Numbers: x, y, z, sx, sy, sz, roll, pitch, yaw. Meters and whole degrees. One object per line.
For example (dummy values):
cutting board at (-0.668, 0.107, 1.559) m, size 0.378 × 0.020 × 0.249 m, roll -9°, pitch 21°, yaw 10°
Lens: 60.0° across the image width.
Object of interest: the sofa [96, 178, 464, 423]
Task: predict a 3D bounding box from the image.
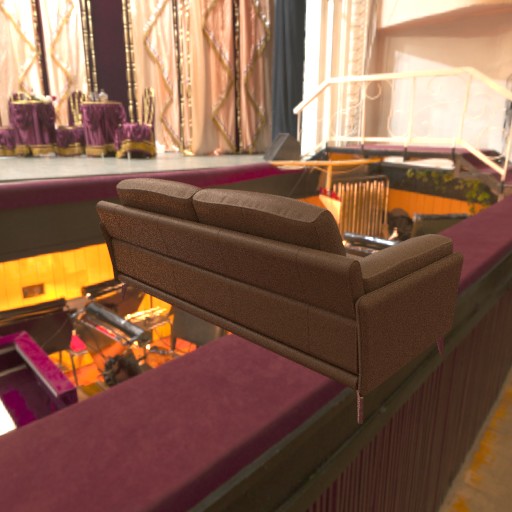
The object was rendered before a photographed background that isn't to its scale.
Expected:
sofa at (0.000, 0.000, 2.725) m, size 2.101 × 0.930 × 1.049 m, roll 15°, pitch 22°, yaw 43°
